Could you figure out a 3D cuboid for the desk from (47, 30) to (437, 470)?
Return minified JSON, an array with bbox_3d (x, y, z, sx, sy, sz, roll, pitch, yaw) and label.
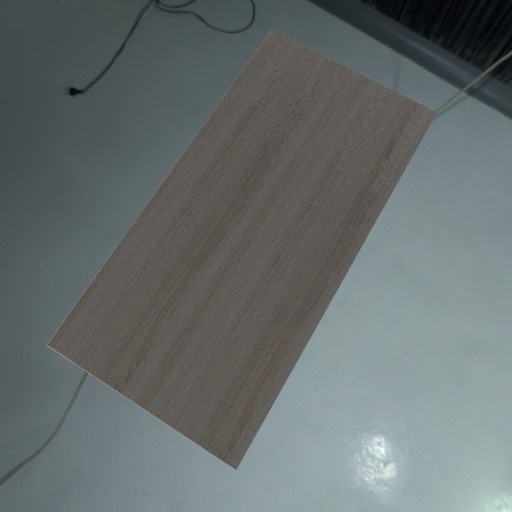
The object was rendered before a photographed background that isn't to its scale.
[{"bbox_3d":[0.000,0.000,1.388,0.499,0.660,0.991,30,77,8],"label":"desk"}]
